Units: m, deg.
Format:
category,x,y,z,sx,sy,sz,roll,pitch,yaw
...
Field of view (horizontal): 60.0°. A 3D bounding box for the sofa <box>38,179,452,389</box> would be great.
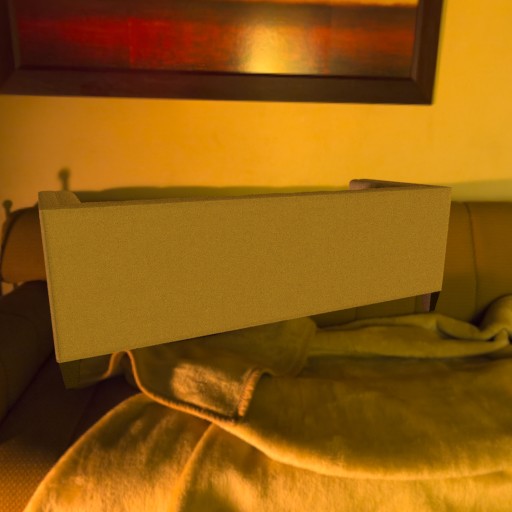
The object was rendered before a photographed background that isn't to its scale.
category,x,y,z,sx,sy,sz,roll,pitch,yaw
sofa,0.000,0.000,2.521,2.159,0.762,0.775,-7,15,-25
